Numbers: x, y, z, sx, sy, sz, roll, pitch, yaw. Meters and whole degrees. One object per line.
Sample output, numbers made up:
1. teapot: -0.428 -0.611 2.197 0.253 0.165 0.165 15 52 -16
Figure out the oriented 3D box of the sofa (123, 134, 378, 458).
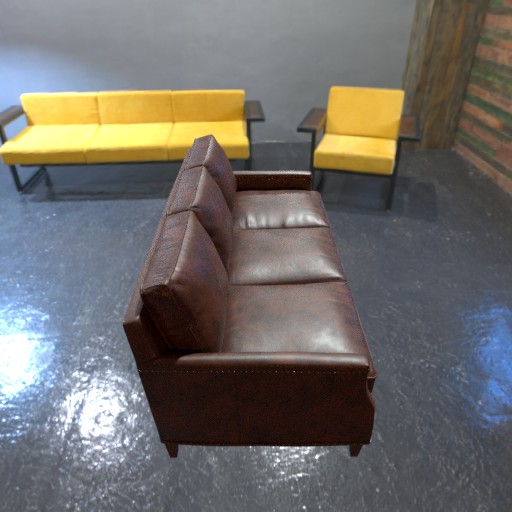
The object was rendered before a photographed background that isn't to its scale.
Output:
1. sofa: 0.000 0.000 2.823 1.084 1.003 2.240 0 32 0
